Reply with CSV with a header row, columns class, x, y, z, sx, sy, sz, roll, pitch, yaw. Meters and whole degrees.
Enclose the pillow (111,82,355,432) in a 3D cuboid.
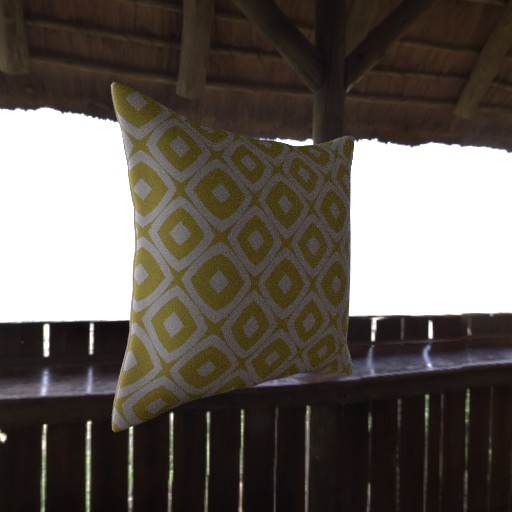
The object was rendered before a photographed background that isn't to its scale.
class,x,y,z,sx,sy,sz,roll,pitch,yaw
pillow,0.000,0.000,0.772,0.504,0.494,0.188,0,1,-37
